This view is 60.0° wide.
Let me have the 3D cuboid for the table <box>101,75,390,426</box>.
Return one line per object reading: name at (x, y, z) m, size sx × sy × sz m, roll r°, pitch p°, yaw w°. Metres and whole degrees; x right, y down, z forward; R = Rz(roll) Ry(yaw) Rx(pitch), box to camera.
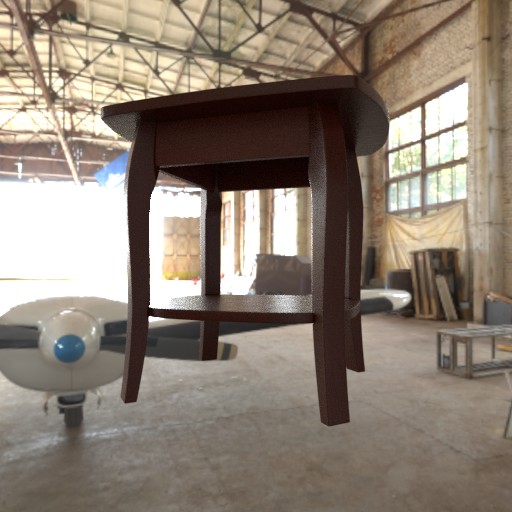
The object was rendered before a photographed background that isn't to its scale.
table at (0.000, 0.000, 0.866) m, size 0.502 × 0.496 × 0.433 m, roll 0°, pitch -1°, yaw 18°
